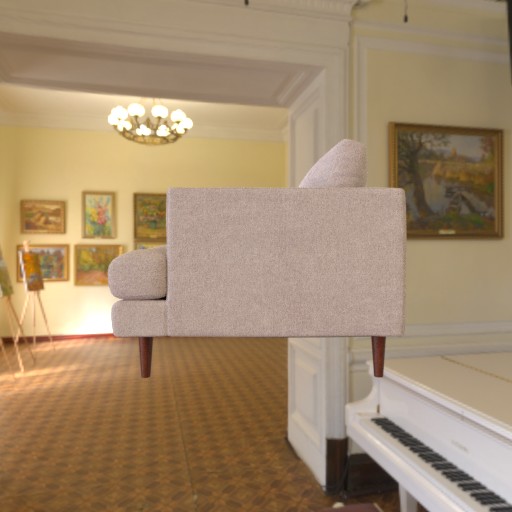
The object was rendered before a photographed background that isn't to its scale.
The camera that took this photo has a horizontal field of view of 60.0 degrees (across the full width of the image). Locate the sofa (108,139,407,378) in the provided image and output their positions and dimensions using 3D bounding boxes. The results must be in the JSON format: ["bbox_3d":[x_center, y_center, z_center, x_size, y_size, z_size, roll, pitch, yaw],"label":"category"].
[{"bbox_3d":[0.000,0.000,2.465,1.020,0.868,1.948,0,0,0],"label":"sofa"}]
